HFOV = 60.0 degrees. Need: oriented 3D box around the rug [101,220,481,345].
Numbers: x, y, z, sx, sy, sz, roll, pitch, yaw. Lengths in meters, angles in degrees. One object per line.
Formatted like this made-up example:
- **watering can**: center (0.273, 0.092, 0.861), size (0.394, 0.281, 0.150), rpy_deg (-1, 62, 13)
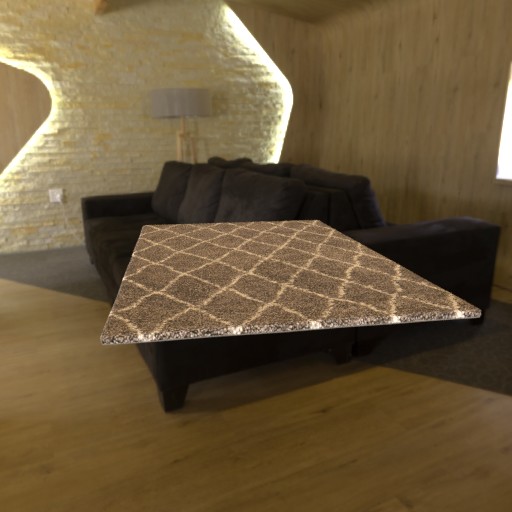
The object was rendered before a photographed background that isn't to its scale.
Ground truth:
- **rug**: center (0.000, 0.000, 2.214), size (1.219, 0.030, 1.778), rpy_deg (-3, 15, -10)
